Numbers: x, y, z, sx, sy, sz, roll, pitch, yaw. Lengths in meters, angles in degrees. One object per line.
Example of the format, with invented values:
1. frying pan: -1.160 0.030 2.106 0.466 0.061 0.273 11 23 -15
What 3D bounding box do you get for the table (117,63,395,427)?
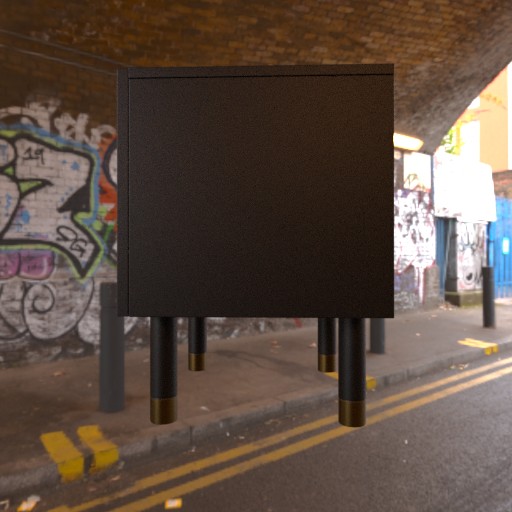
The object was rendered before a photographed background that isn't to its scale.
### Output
1. table: 0.000 0.000 0.961 0.441 0.584 0.564 0 0 2
